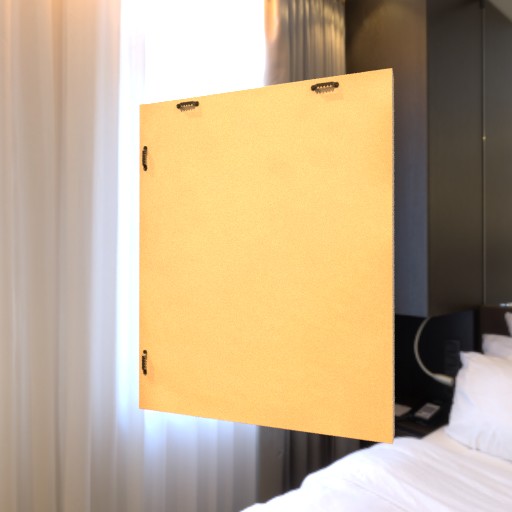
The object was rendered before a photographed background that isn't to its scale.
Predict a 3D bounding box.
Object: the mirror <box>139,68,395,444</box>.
[{"bbox_3d":[0.000,0.000,0.684,0.406,0.509,0.041,0,0,20],"label":"mirror"}]
